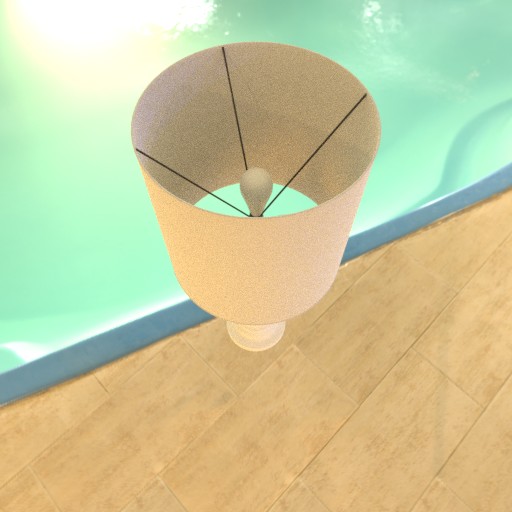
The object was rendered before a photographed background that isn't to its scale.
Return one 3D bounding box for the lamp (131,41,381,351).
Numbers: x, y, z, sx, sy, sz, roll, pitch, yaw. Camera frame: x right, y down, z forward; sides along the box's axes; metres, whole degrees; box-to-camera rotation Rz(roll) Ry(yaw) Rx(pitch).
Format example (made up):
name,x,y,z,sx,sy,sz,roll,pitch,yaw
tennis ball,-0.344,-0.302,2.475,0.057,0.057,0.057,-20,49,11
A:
name,x,y,z,sx,sy,sz,roll,pitch,yaw
lamp,0.000,0.000,0.568,0.208,0.455,0.208,-34,65,-19
